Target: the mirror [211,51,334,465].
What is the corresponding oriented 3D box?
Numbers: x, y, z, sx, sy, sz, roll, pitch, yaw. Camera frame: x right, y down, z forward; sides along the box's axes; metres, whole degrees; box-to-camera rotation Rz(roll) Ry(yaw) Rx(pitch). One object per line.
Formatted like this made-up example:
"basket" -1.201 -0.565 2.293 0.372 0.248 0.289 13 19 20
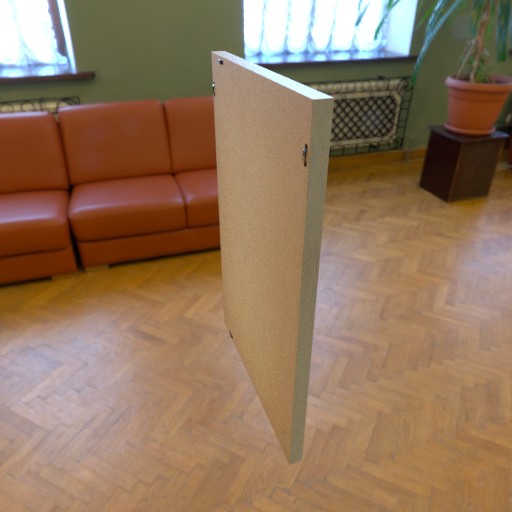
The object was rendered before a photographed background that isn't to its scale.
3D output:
"mirror" 0.000 0.000 1.162 0.041 0.915 0.609 -10 33 -17
